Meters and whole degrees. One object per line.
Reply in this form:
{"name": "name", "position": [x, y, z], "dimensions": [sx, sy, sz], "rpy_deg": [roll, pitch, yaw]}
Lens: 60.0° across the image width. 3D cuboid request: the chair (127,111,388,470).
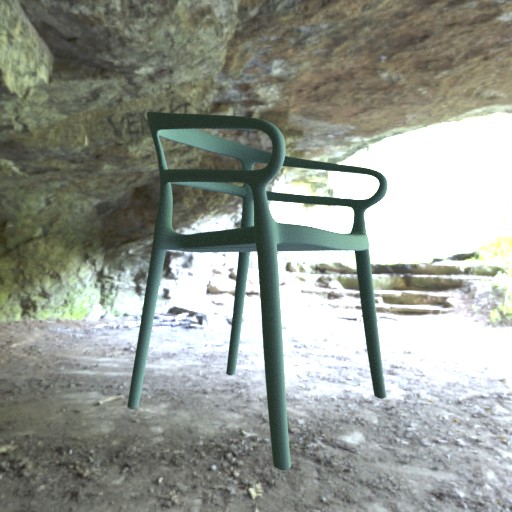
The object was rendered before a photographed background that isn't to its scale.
{"name": "chair", "position": [0.000, 0.000, 1.130], "dimensions": [0.527, 0.761, 0.559], "rpy_deg": [0, -1, 36]}
